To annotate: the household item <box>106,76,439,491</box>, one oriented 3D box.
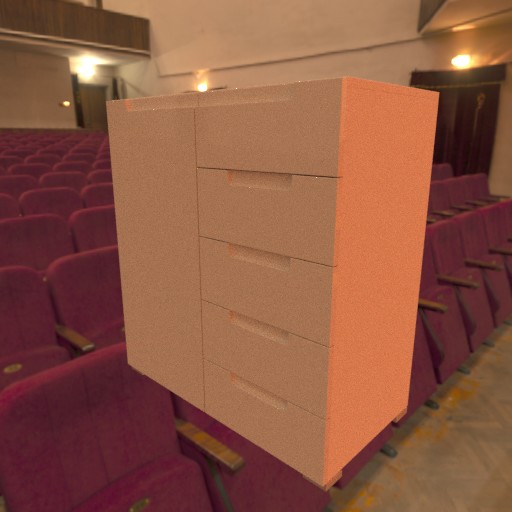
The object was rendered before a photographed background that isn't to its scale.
[{"bbox_3d":[0.000,0.000,1.282,0.800,0.870,0.420,14,20,41],"label":"household item"}]
